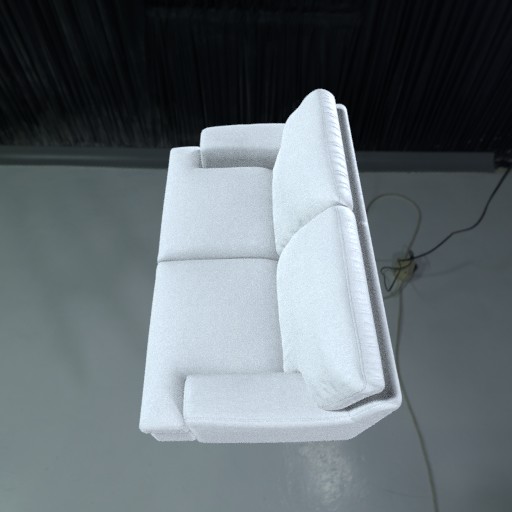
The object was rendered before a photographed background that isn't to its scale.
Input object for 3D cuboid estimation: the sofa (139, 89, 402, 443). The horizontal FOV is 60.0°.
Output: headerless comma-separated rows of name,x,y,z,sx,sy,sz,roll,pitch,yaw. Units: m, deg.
sofa,0.000,0.000,2.480,1.143,0.940,1.880,-1,58,-1
